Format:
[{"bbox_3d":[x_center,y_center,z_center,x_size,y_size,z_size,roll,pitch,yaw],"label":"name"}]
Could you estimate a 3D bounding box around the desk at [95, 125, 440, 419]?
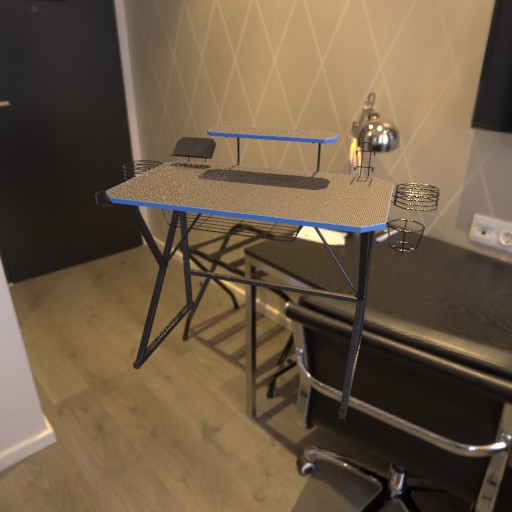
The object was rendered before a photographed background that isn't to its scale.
[{"bbox_3d":[0.000,0.000,1.784,1.295,0.909,0.594,8,27,17],"label":"desk"}]
